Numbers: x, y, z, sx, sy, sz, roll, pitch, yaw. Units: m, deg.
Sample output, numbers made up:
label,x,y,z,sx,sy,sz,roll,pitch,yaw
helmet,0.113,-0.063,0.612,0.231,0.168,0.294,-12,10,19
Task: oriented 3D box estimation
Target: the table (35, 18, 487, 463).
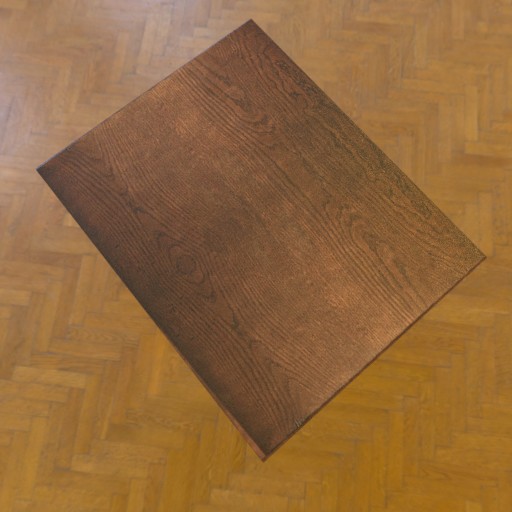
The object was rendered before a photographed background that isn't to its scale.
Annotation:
label,x,y,z,sx,sy,sz,roll,pitch,yaw
table,0.000,0.000,0.998,0.461,0.597,0.586,-39,79,-9
